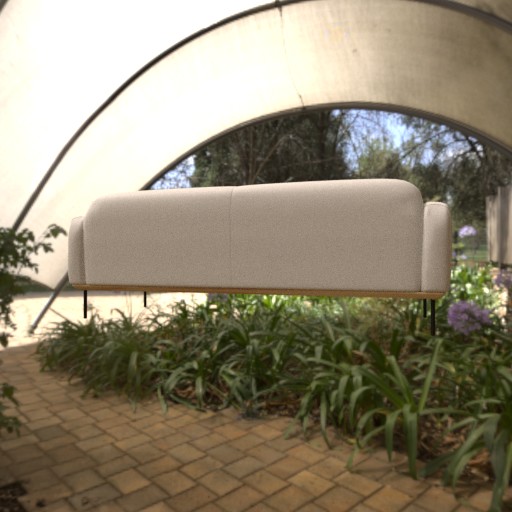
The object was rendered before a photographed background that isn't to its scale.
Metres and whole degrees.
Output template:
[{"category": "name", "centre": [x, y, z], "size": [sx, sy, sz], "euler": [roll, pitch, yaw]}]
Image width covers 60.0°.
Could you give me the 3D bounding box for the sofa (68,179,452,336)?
[{"category": "sofa", "centre": [0.000, 0.000, 2.777], "size": [2.257, 0.780, 0.880], "euler": [0, 0, 18]}]
